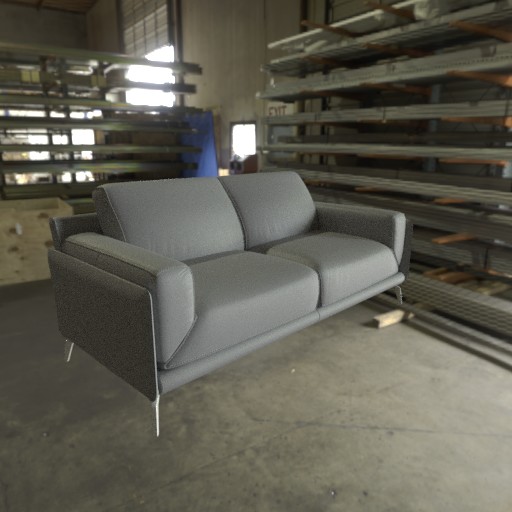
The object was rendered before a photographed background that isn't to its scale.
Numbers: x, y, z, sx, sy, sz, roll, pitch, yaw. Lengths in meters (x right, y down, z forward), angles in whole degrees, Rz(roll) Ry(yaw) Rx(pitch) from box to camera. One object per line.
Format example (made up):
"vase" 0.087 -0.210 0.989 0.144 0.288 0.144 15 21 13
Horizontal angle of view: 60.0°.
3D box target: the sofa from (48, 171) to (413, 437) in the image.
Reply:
"sofa" 0.000 0.000 2.615 0.969 0.900 2.100 14 20 42
